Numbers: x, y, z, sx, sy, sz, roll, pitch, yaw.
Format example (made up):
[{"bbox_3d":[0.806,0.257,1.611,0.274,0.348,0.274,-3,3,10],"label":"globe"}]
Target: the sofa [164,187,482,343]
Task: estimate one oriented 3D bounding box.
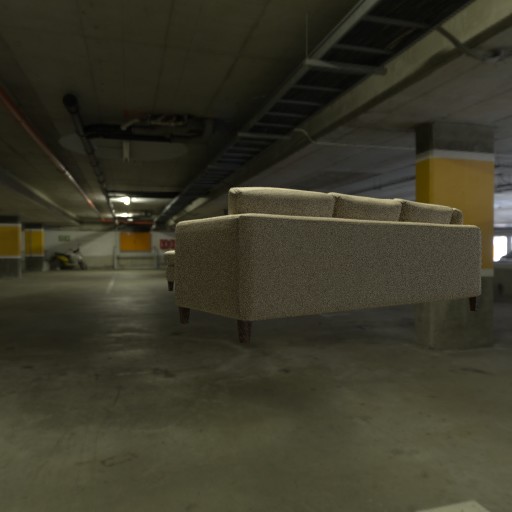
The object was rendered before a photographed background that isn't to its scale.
[{"bbox_3d":[0.000,0.000,4.647,2.593,0.959,3.460,0,1,-34],"label":"sofa"}]
